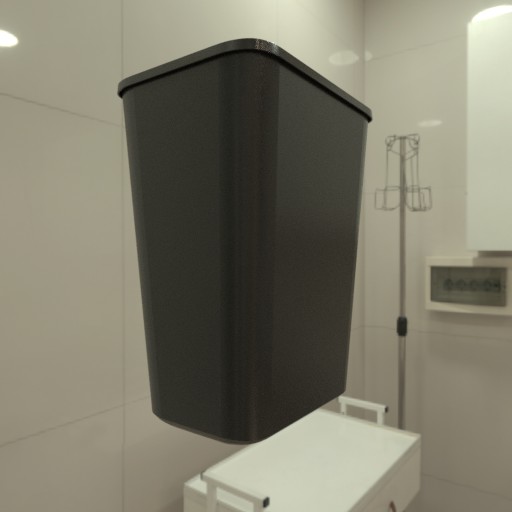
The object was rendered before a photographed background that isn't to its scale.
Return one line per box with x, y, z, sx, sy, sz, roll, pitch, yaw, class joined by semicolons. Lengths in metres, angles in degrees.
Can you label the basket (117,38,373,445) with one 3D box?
0.000;0.000;0.750;0.287;0.521;0.394;0;0;36;basket
